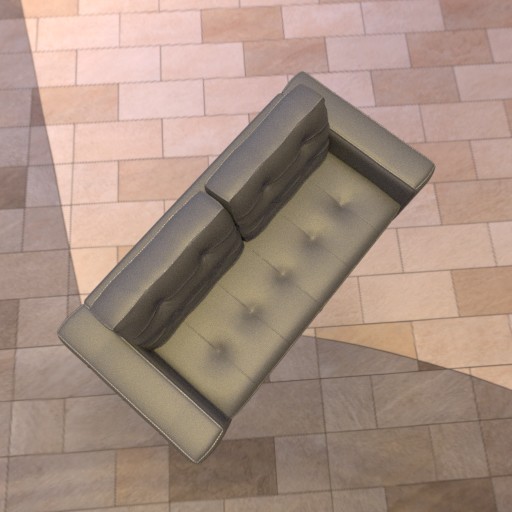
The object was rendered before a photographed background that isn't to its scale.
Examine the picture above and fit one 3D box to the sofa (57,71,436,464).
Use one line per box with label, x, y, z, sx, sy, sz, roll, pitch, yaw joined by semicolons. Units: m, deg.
sofa;0.000;0.000;2.149;0.833;0.893;1.726;39;79;9
